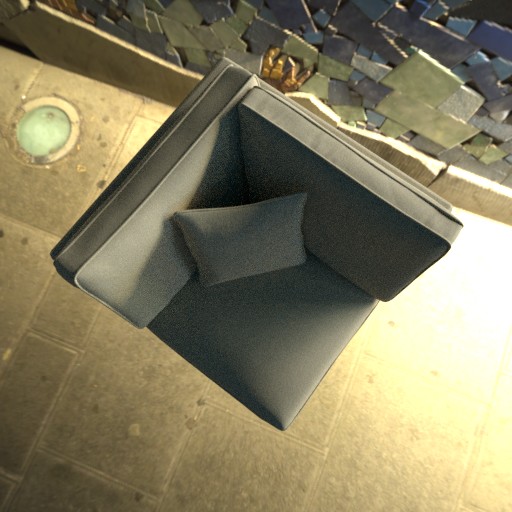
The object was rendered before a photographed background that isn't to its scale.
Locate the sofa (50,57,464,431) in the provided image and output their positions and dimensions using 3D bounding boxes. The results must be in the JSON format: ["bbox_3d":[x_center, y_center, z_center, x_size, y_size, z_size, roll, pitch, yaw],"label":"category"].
[{"bbox_3d":[0.000,0.000,1.936,1.146,1.002,1.084,36,79,8],"label":"sofa"}]
